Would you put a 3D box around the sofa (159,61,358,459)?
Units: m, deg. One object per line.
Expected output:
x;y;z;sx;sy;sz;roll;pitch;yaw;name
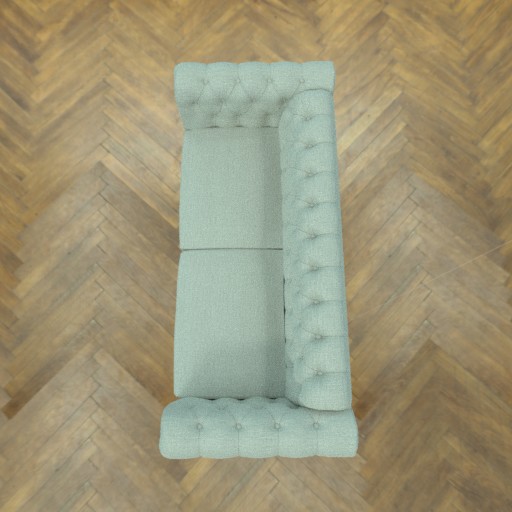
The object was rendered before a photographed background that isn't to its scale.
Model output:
0.000;0.000;2.262;0.783;0.797;1.798;-1;76;0;sofa
